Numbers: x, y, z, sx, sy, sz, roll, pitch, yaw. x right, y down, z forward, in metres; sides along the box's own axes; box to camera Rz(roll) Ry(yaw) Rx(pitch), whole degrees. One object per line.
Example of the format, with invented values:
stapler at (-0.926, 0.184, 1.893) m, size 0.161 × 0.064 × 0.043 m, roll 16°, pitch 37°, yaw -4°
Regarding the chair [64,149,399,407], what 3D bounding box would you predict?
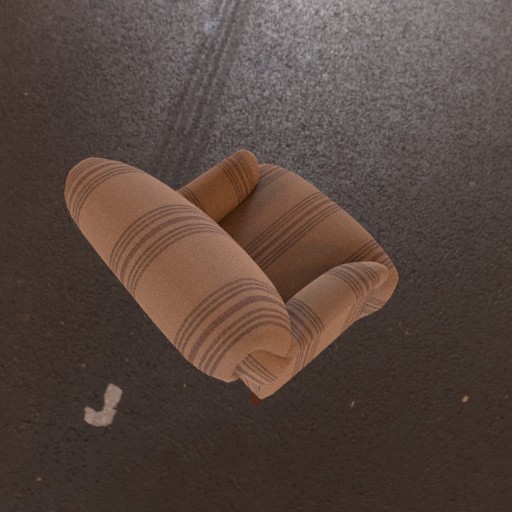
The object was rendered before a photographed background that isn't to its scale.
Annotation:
chair at (0.000, 0.000, 1.609) m, size 0.914 × 0.940 × 0.813 m, roll -37°, pitch 65°, yaw -20°
